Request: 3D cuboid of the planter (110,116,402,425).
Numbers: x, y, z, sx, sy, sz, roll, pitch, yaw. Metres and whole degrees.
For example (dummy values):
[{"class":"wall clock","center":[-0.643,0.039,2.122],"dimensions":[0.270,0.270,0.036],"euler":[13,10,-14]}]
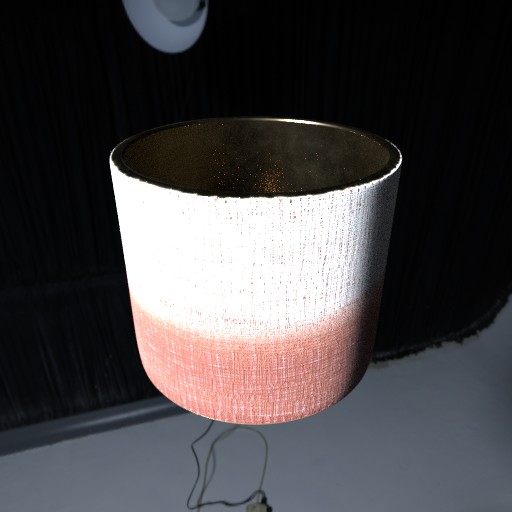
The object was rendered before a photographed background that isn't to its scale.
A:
[{"class":"planter","center":[0.000,0.000,0.313],"dimensions":[0.178,0.157,0.178],"euler":[0,29,0]}]
